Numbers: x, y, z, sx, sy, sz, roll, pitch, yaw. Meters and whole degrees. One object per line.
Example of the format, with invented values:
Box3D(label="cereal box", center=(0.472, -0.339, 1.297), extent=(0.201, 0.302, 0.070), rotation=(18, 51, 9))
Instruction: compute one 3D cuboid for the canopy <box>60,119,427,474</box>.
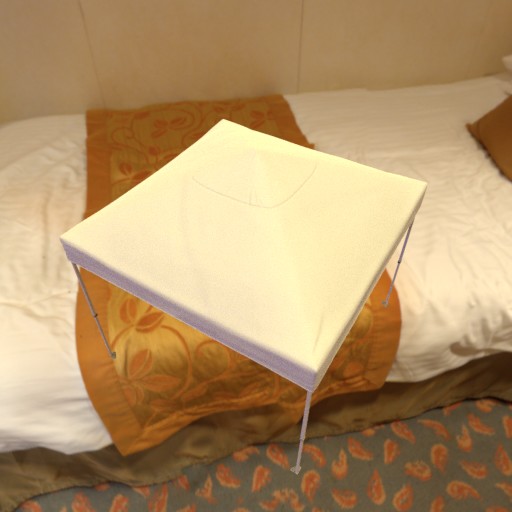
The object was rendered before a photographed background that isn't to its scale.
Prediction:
Box3D(label="canopy", center=(0.000, 0.000, 5.460), extent=(2.996, 2.997, 2.998), rotation=(24, 50, 22))
